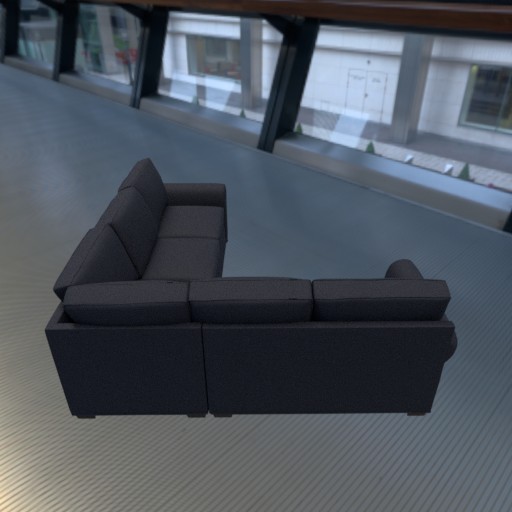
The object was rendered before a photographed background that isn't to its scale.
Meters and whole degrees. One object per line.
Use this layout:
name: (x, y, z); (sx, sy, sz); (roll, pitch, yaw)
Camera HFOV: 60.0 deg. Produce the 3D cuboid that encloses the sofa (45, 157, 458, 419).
sofa: (0.000, 0.000, 3.805); (2.487, 1.042, 2.562); (0, 31, -1)
